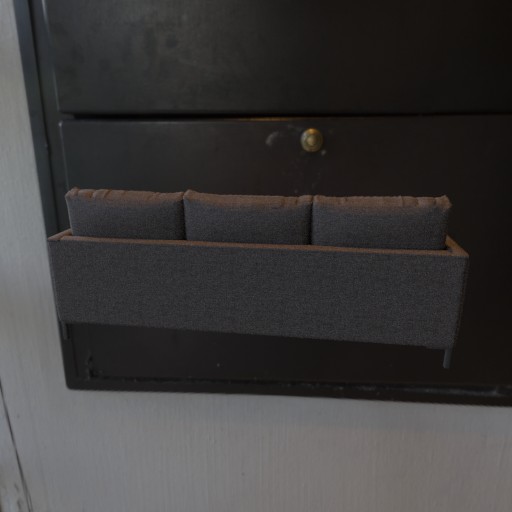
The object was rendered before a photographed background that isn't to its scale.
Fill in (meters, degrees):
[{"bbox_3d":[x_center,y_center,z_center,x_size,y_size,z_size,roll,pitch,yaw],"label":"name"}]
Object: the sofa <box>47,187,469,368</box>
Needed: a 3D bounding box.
[{"bbox_3d":[0.000,0.000,2.753,2.253,0.882,0.876,2,17,8],"label":"sofa"}]
